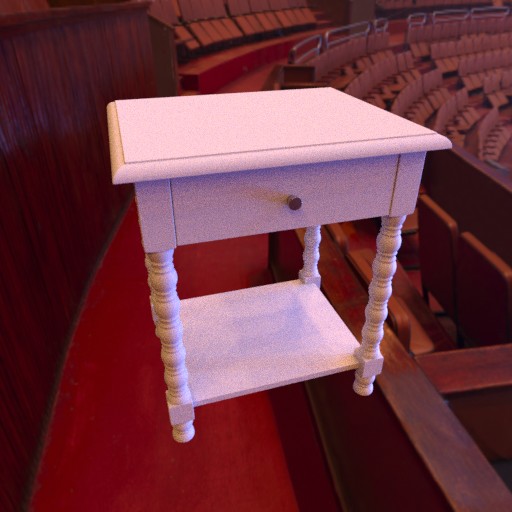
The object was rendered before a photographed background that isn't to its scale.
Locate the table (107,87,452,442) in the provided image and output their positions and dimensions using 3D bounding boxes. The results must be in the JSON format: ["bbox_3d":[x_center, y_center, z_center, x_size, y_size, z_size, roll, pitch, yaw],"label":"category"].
[{"bbox_3d":[0.000,0.000,0.849,0.460,0.531,0.381,-9,32,-15],"label":"table"}]
